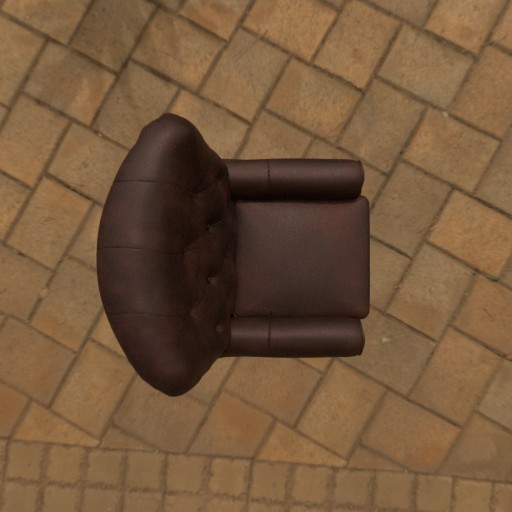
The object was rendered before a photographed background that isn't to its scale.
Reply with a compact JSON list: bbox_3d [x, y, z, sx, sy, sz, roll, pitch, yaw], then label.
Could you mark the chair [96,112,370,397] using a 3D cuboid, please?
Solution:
[{"bbox_3d":[0.000,0.000,1.973,1.058,1.158,0.948,0,89,0],"label":"chair"}]
